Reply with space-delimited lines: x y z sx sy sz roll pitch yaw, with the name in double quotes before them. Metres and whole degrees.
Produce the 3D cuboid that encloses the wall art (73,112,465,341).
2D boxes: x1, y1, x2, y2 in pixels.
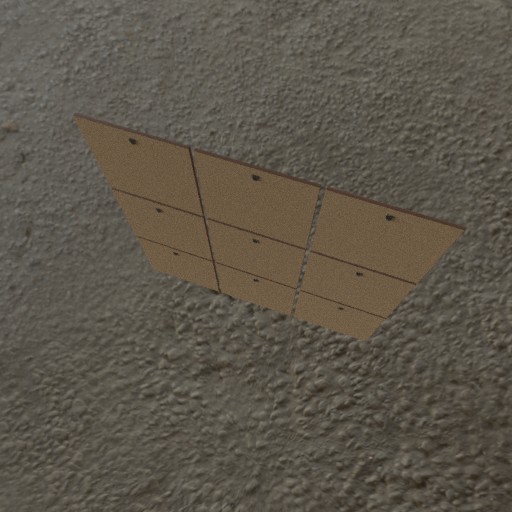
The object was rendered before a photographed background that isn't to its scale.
"wall art" 0.000 0.000 1.856 1.221 1.218 0.019 18 66 8
